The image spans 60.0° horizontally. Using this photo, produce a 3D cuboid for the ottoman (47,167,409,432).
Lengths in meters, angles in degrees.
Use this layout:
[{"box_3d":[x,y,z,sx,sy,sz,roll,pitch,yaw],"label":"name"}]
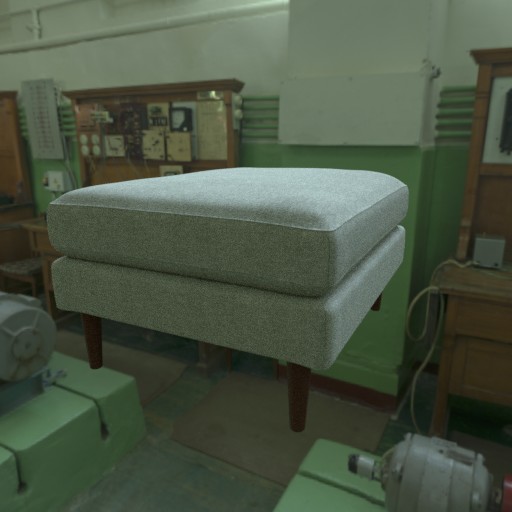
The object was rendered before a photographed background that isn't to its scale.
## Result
[{"box_3d":[0.000,0.000,1.251,0.693,0.474,0.821,7,17,26],"label":"ottoman"}]
